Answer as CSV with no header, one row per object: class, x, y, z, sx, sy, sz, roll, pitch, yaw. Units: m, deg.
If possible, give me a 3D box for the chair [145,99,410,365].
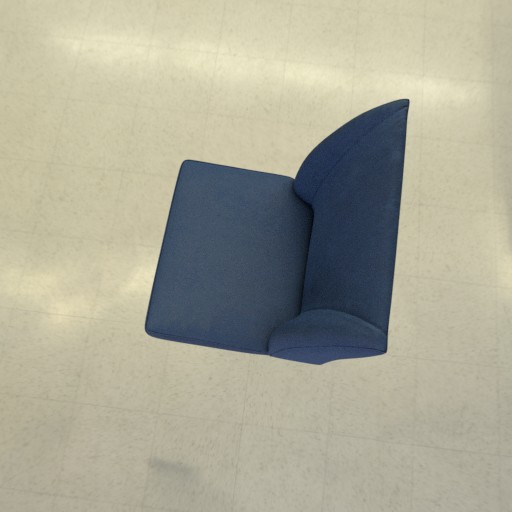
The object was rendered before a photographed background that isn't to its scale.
chair,0.000,0.000,1.182,0.522,0.863,0.508,9,76,2
